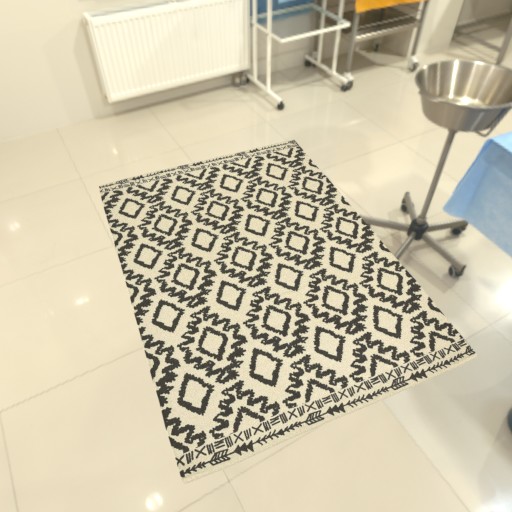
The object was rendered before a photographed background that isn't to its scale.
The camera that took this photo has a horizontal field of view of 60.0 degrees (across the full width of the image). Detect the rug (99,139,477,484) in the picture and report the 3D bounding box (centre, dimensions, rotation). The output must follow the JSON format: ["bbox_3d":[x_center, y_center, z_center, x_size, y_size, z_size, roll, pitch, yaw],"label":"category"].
[{"bbox_3d":[0.000,0.000,4.232,2.444,0.036,3.369,-17,50,-15],"label":"rug"}]
